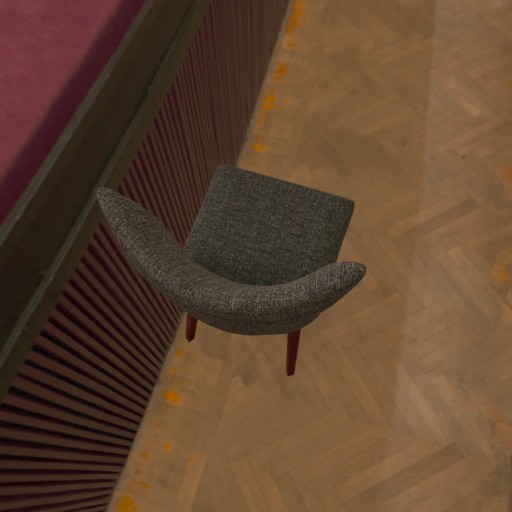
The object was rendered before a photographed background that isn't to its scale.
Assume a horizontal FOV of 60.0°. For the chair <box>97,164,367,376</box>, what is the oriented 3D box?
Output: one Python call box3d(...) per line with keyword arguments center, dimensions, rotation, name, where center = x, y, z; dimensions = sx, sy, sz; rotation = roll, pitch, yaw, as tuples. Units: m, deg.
box3d(center=(0.000, 0.000, 1.302), dimensions=(0.535, 0.924, 0.623), rotation=(17, 65, 8), name="chair")
